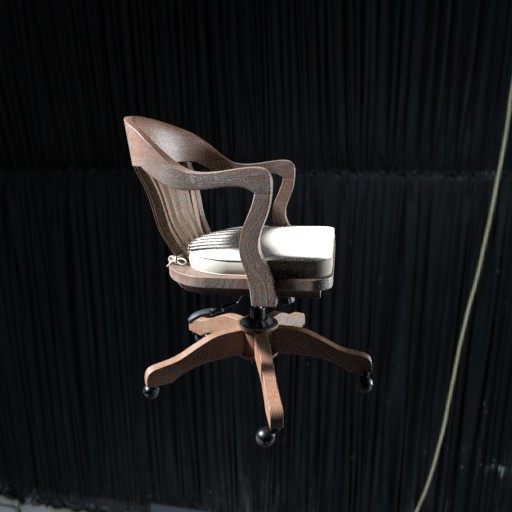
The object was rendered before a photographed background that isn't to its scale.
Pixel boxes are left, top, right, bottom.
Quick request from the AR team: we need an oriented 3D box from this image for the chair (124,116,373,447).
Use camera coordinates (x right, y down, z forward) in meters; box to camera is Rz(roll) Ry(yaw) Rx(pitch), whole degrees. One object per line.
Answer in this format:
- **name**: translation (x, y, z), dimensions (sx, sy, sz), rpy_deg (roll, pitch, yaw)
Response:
- **chair**: translation (0.000, 0.000, 1.445), dimensions (0.788, 0.878, 0.750), rpy_deg (3, 14, 10)
